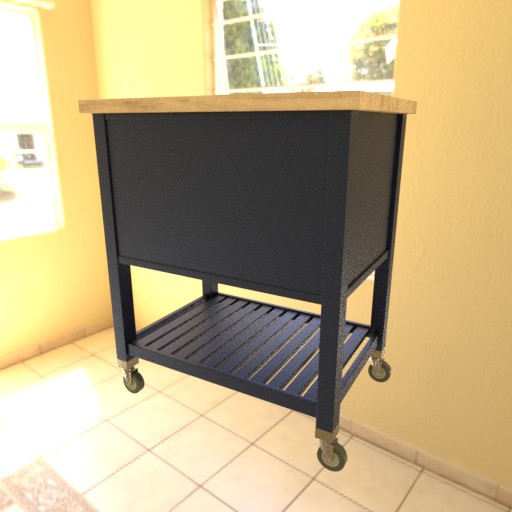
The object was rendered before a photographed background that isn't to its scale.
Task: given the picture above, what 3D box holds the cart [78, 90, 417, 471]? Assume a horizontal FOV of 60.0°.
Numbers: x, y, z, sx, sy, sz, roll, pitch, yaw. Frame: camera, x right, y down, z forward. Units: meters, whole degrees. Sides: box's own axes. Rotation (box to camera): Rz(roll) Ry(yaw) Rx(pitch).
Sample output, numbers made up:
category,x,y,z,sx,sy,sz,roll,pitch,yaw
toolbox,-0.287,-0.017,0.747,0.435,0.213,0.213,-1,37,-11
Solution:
category,x,y,z,sx,sy,sz,roll,pitch,yaw
cart,0.000,0.000,1.391,0.797,0.920,0.567,9,19,28
